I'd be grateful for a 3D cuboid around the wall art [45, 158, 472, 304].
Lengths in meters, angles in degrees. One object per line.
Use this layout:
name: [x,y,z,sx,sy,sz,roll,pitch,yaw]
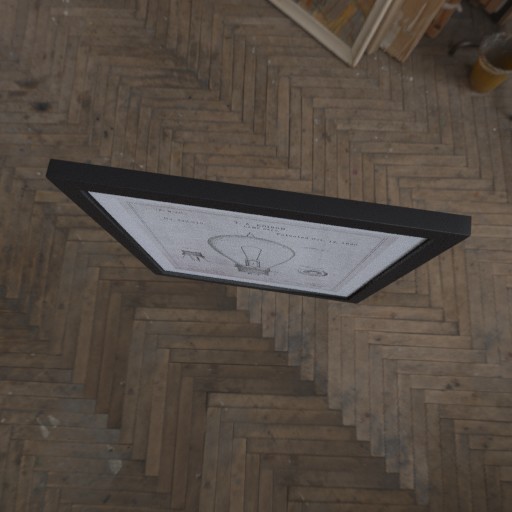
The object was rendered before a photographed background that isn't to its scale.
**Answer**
wall art: [0.000,0.000,0.692,0.430,0.509,0.021,8,76,2]
